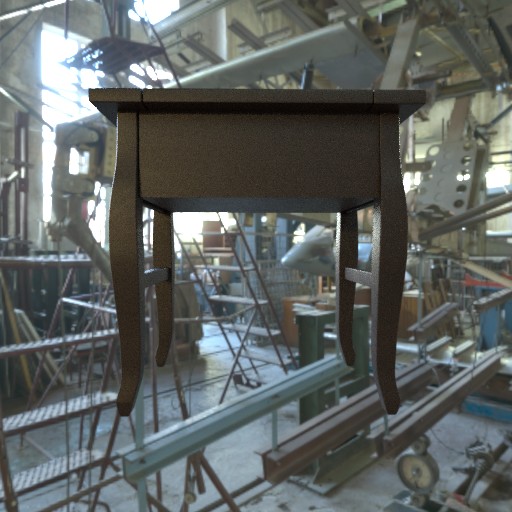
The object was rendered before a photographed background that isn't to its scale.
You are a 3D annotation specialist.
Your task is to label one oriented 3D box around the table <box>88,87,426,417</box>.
[{"bbox_3d":[0.000,0.000,1.022,0.602,0.605,0.460,0,1,-1],"label":"table"}]
